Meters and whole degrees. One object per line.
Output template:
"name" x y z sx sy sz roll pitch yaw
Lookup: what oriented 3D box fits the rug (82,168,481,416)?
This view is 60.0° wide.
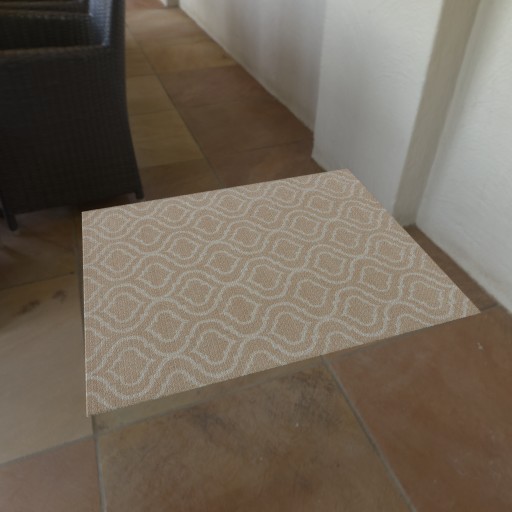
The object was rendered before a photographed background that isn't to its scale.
"rug" 0.000 0.000 3.887 2.894 0.013 2.286 -11 42 -13
